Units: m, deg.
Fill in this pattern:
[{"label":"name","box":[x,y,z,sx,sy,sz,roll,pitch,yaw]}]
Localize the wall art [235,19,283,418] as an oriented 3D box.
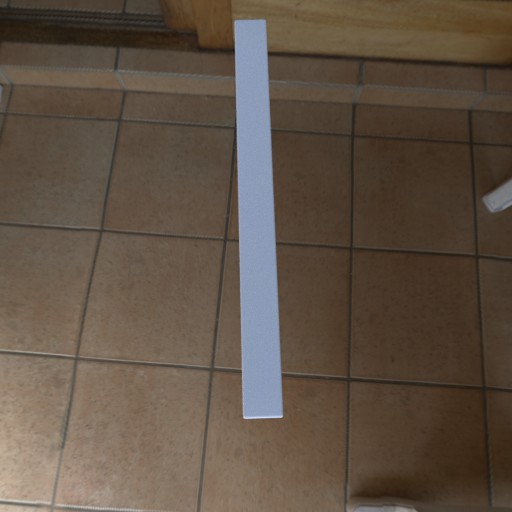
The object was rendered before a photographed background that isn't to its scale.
[{"label":"wall art","box":[0.000,0.000,0.531,0.028,0.381,0.331,-2,75,0]}]
